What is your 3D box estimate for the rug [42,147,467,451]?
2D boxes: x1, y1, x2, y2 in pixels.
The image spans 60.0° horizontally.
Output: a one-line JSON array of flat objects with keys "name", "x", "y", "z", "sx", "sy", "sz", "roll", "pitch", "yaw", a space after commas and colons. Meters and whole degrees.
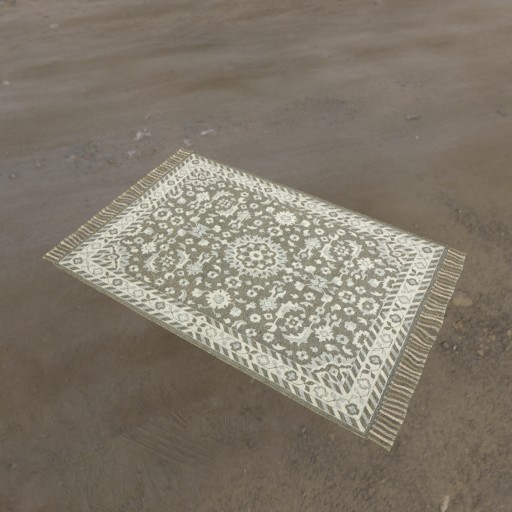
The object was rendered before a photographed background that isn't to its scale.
[{"name": "rug", "x": 0.000, "y": 0.000, "z": 2.968, "sx": 2.431, "sy": 0.025, "sz": 1.530, "roll": 24, "pitch": 51, "yaw": 21}]
